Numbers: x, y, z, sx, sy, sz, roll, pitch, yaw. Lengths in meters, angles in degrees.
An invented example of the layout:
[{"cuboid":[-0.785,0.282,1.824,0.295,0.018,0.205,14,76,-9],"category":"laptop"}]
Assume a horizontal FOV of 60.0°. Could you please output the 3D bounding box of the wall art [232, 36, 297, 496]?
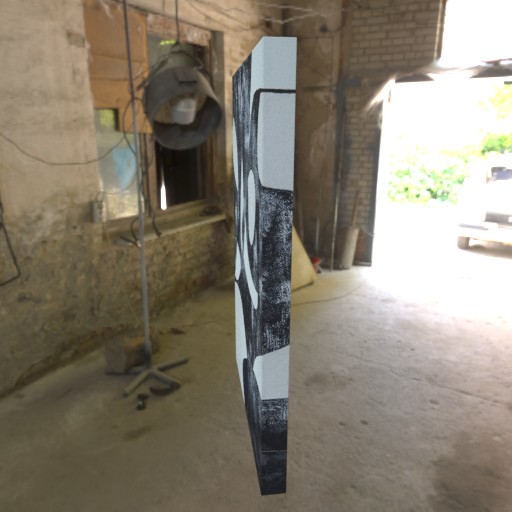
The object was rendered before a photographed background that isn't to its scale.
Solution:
[{"cuboid":[0.000,0.000,0.756,0.039,0.610,0.407,-2,17,-7],"category":"wall art"}]
